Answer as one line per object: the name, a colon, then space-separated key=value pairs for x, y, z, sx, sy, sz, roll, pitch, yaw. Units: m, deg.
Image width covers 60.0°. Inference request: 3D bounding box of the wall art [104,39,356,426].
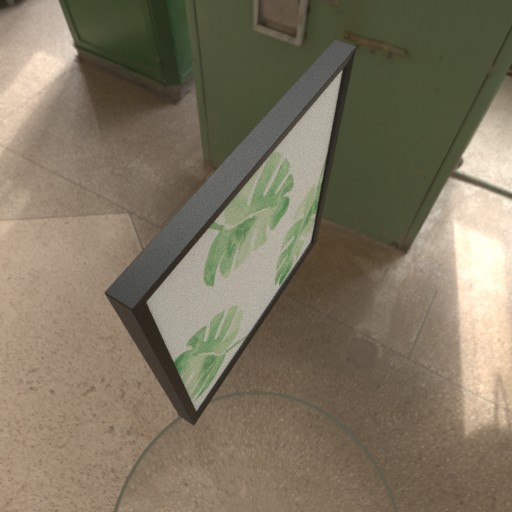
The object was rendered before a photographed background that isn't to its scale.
wall art: x=0.000 y=0.000 z=0.759 sx=0.036 sy=0.508 sz=0.508 roll=28 pitch=61 yaw=17
